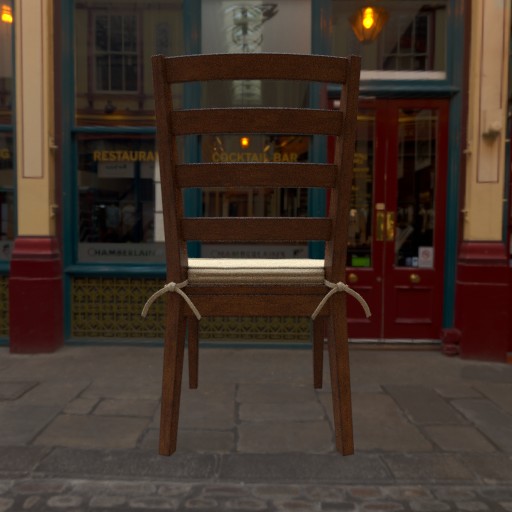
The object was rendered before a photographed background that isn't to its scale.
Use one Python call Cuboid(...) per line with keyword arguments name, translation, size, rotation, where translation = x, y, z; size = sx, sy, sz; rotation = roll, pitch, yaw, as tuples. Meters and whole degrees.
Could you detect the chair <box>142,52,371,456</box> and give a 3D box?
Cuboid(name="chair", translation=(0.000, 0.000, 1.343), size=(0.593, 0.979, 0.595), rotation=(0, 2, 0))
